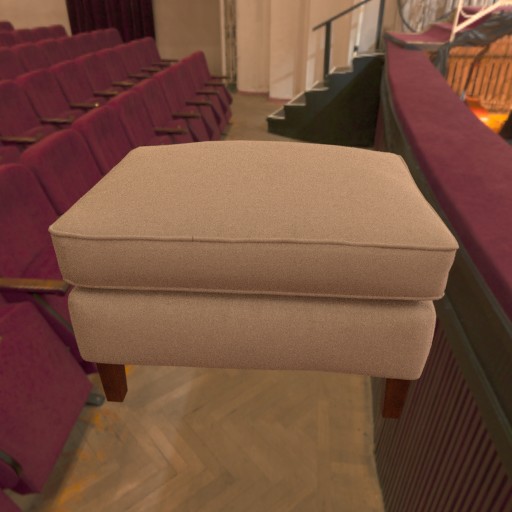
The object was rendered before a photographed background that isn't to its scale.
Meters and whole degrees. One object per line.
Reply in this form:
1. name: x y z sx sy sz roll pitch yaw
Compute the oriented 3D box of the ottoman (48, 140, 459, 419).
1. ottoman: 0.000 0.000 0.960 0.665 0.456 0.501 2 30 4
